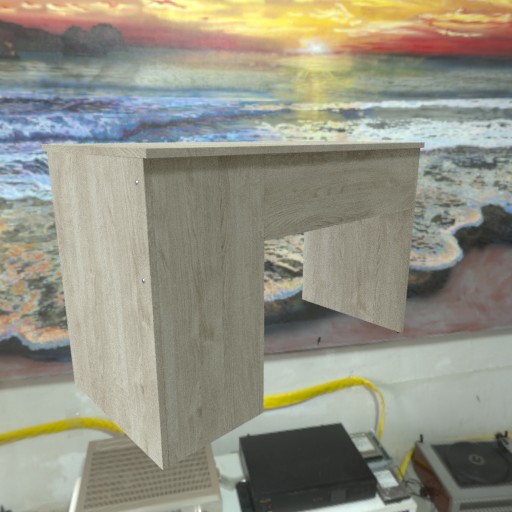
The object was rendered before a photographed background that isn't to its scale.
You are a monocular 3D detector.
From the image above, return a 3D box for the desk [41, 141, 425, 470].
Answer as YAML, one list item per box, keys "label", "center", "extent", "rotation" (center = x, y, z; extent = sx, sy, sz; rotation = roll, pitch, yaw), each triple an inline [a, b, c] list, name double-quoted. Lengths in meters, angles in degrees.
- label: "desk"
  center: [0.000, 0.000, 1.479]
  extent: [1.096, 0.730, 0.560]
  rotation: [-14, 21, -41]
